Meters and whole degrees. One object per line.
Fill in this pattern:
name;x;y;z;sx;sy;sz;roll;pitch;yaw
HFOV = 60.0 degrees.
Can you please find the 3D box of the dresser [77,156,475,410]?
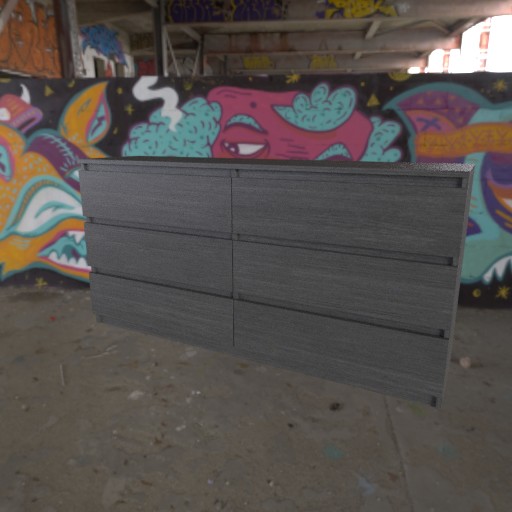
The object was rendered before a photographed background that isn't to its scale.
dresser;0.000;0.000;1.899;1.590;0.795;0.400;8;17;26
